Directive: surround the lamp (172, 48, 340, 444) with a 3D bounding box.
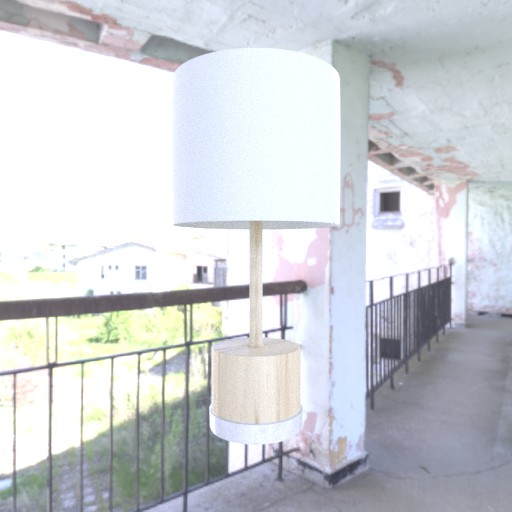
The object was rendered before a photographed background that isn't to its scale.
[{"bbox_3d":[0.000,0.000,0.613,0.229,0.470,0.229,-1,1,-36],"label":"lamp"}]
